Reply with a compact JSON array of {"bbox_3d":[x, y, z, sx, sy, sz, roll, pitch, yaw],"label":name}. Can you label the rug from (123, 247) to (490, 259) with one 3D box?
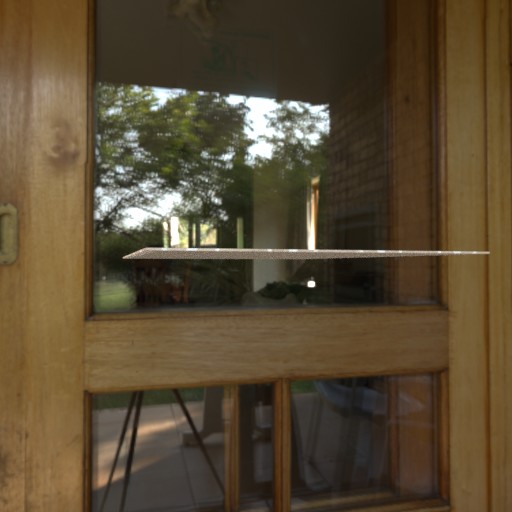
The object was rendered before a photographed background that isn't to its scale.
[{"bbox_3d":[0.000,0.000,2.772,1.524,0.010,2.134,0,-1,-19],"label":"rug"}]
